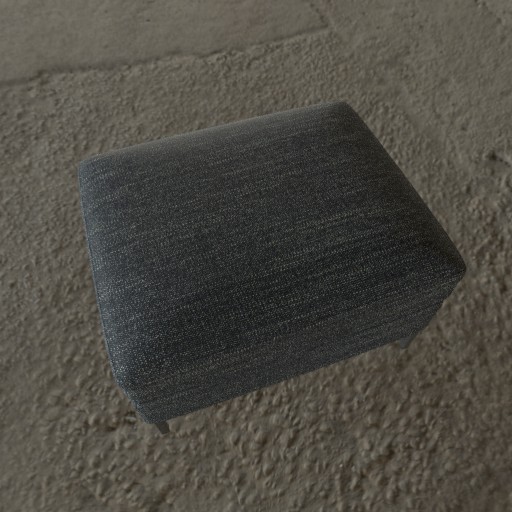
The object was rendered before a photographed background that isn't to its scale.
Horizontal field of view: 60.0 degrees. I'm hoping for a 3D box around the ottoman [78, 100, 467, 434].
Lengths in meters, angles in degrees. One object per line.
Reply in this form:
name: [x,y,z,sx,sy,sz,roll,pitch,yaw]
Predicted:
ottoman: [0.000,0.000,1.240,0.814,0.491,0.667,-16,57,-11]
